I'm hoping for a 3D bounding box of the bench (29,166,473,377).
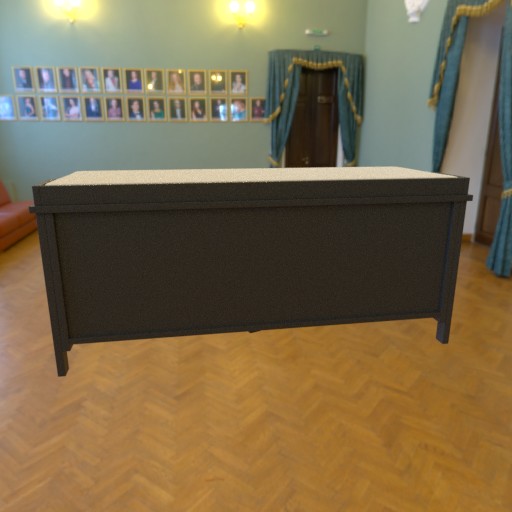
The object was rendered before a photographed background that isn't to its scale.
[{"bbox_3d":[0.000,0.000,1.366,1.140,0.501,0.398,-3,16,-9],"label":"bench"}]
